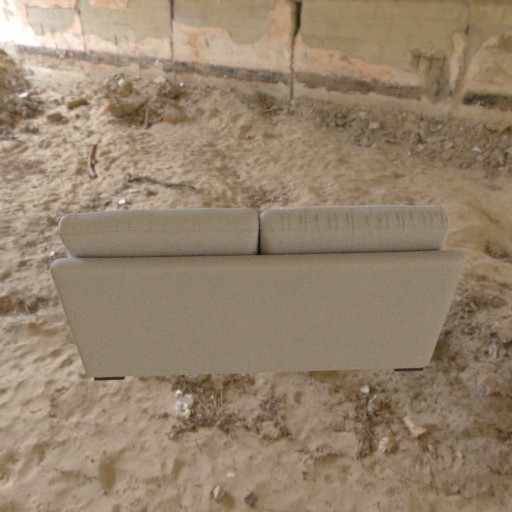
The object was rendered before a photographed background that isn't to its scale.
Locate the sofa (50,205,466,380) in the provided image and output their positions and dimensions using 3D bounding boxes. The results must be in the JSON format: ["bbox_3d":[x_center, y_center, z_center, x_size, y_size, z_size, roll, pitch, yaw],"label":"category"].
[{"bbox_3d":[0.000,0.000,2.537,1.880,0.940,1.143,-1,31,-2],"label":"sofa"}]
